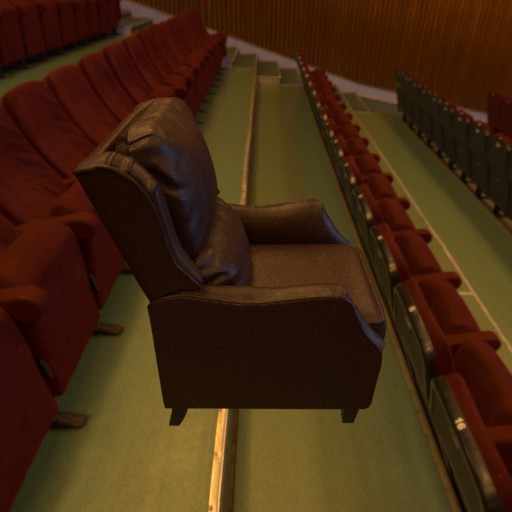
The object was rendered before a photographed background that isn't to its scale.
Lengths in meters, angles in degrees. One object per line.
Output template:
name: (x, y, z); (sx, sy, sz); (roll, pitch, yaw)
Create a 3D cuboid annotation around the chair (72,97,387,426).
chair: (0.000, 0.000, 1.743); (0.982, 1.132, 0.770); (0, 32, 0)
